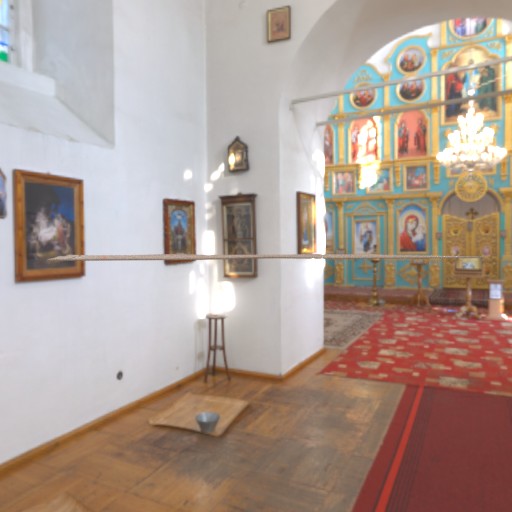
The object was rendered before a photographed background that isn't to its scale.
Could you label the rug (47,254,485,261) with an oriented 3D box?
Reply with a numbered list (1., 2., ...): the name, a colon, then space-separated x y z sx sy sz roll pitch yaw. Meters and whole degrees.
1. rug: 0.000 0.000 3.039 2.439 0.015 1.524 0 1 -19
